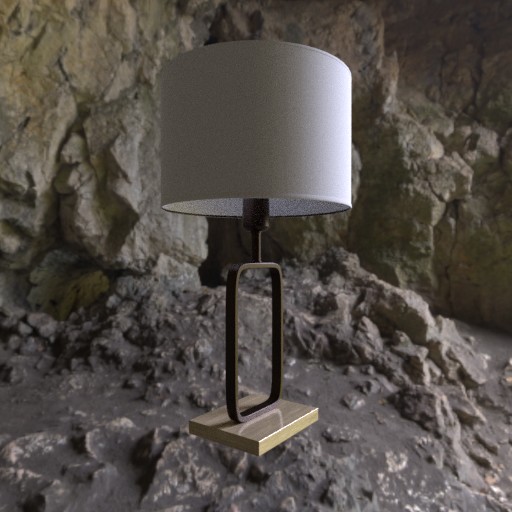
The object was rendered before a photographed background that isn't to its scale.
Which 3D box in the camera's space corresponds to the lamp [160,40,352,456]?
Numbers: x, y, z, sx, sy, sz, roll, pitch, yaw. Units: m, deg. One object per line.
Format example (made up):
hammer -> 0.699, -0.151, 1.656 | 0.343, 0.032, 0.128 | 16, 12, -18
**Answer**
lamp -> 0.000, 0.000, 0.660 | 0.279, 0.508, 0.279 | 0, 0, 37
